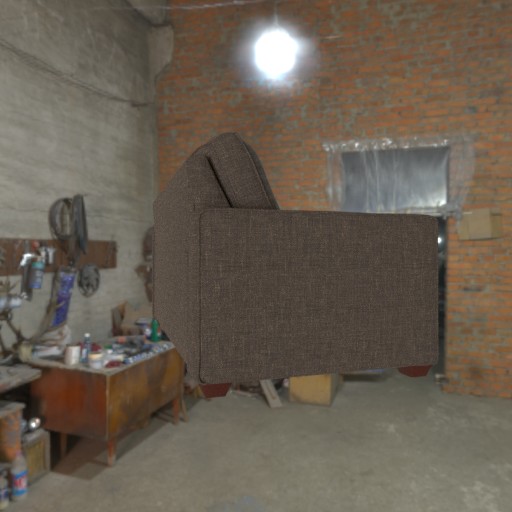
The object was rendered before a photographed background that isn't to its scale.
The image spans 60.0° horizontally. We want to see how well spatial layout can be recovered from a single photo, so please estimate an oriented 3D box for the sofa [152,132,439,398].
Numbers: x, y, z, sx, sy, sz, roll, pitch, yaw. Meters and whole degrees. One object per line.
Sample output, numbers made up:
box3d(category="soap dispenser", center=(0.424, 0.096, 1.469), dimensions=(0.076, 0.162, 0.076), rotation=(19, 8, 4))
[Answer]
box3d(category="sofa", center=(0.000, 0.000, 2.324), dimensions=(0.947, 0.918, 1.709), rotation=(0, 0, -18))
